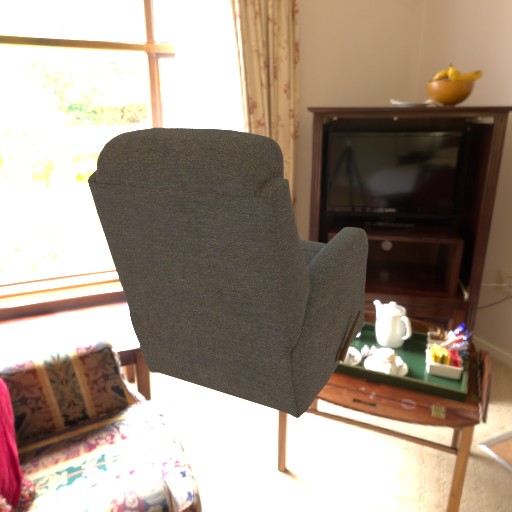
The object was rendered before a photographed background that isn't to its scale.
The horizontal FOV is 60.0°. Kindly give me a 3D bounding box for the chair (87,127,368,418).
[{"bbox_3d":[0.000,0.000,1.798,0.798,1.013,1.043,9,19,26],"label":"chair"}]
